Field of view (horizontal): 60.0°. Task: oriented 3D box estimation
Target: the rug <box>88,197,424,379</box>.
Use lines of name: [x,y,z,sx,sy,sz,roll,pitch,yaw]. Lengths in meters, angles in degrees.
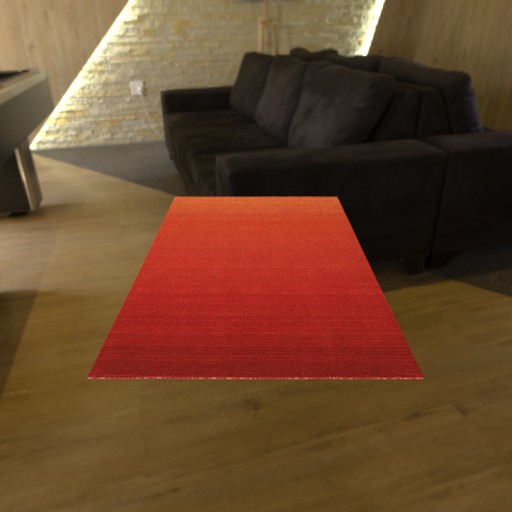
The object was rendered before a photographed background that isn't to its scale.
rug: [0.000,0.000,3.094,1.531,0.010,2.442,0,27,0]
